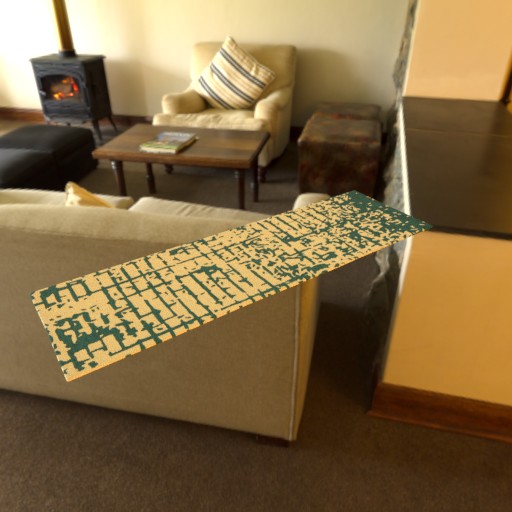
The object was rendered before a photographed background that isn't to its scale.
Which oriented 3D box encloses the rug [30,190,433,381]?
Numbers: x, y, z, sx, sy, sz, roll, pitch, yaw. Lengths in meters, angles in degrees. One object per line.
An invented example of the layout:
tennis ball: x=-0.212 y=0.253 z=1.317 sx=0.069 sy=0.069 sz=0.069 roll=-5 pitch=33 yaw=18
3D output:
rug: x=0.000 y=0.000 z=2.702 sx=2.435 sy=0.011 sz=0.750 roll=-20 pitch=37 yaw=-29
